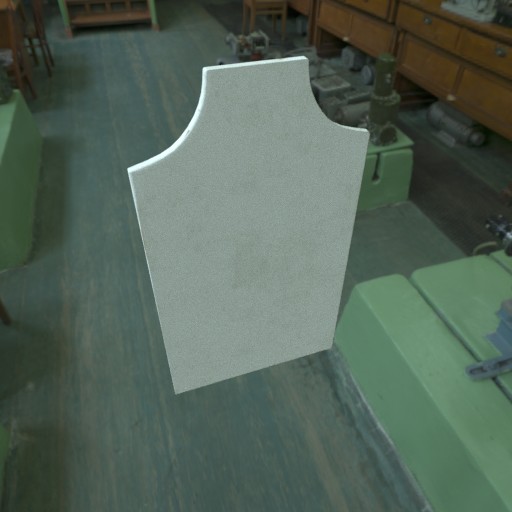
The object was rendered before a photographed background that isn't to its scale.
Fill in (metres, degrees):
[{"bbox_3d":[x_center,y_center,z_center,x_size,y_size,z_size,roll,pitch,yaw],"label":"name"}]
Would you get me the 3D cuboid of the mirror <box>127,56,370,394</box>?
[{"bbox_3d":[0.000,0.000,0.855,0.403,0.717,0.022,-13,42,-15],"label":"mirror"}]
